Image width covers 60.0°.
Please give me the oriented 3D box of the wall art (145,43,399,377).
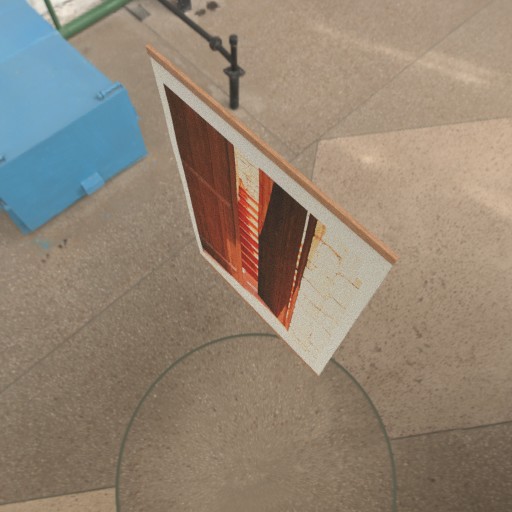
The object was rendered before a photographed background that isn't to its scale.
[{"bbox_3d":[0.000,0.000,1.923,0.019,1.527,1.019,-40,71,-17],"label":"wall art"}]
